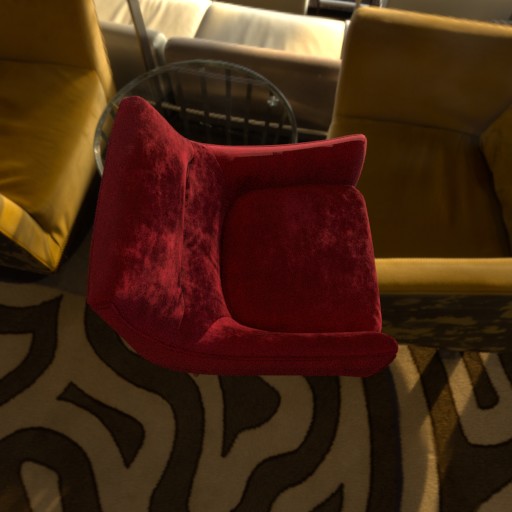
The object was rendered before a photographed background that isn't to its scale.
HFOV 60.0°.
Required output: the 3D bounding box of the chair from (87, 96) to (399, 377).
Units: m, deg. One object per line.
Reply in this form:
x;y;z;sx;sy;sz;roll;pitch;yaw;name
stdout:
0.000;0.000;1.460;0.787;0.838;0.762;0;64;0;chair
